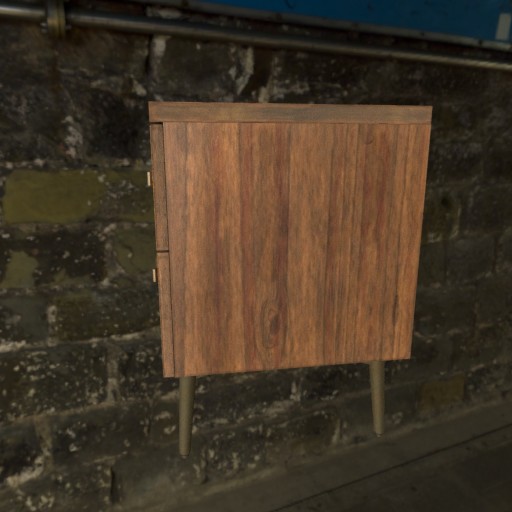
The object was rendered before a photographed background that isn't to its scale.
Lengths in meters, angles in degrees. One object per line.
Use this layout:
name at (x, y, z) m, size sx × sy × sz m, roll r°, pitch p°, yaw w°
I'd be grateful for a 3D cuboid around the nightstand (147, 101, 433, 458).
nightstand at (0.000, 0.000, 1.019) m, size 0.458 × 0.610 × 0.610 m, roll -2°, pitch 14°, yaw -9°
